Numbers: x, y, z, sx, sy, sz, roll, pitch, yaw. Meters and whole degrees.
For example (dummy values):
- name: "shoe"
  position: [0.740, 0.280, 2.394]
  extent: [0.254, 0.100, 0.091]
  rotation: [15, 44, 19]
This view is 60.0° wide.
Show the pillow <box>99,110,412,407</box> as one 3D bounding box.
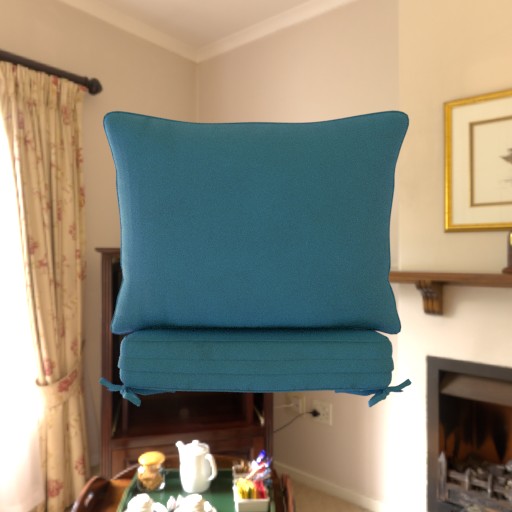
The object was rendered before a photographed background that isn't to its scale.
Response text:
- name: "pillow"
  position: [0.000, 0.000, 1.387]
  extent: [0.798, 0.725, 0.733]
  rotation: [0, 0, 1]
